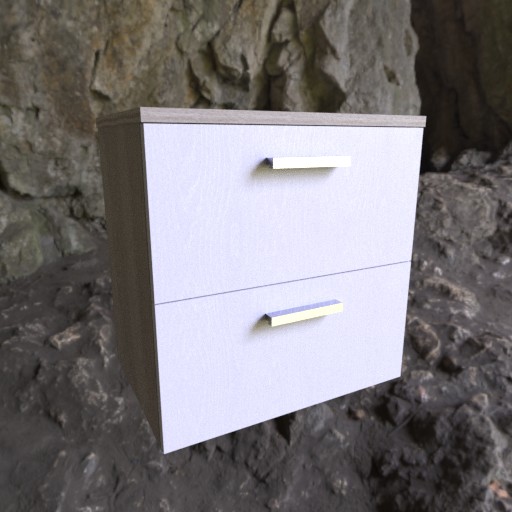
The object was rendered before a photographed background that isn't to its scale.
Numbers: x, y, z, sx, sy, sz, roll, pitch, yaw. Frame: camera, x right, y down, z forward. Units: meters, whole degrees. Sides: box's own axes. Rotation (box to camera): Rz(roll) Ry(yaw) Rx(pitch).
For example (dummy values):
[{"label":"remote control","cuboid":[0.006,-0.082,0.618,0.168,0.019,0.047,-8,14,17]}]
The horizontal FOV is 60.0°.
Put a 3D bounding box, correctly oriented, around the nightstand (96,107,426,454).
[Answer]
[{"label":"nightstand","cuboid":[0.000,0.000,0.769,0.442,0.461,0.325,-8,17,-27]}]
